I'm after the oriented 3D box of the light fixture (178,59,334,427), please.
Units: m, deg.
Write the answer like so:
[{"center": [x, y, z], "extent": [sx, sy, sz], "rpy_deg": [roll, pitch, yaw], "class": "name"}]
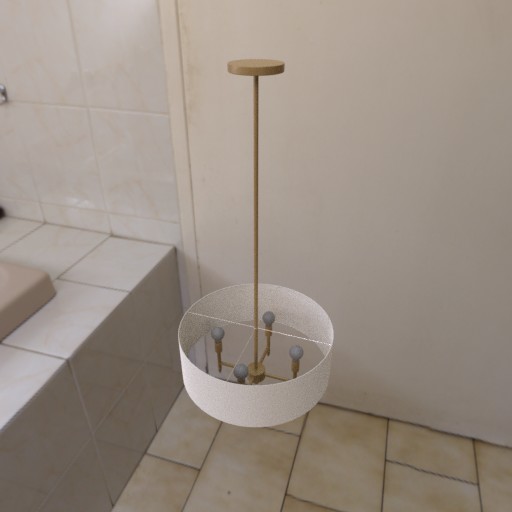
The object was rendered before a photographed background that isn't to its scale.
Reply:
[{"center": [0.000, 0.000, 1.323], "extent": [0.508, 1.067, 0.508], "rpy_deg": [0, 31, 0], "class": "light fixture"}]
